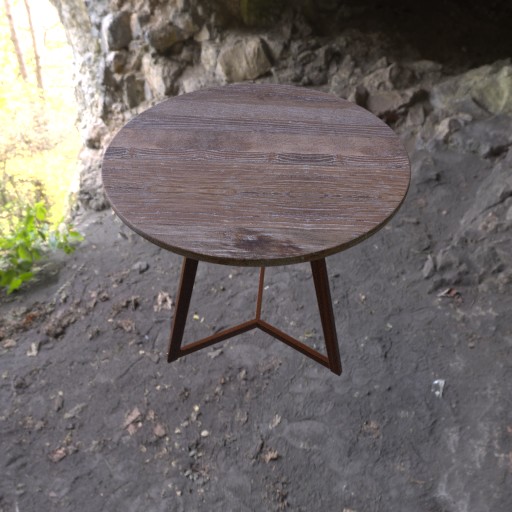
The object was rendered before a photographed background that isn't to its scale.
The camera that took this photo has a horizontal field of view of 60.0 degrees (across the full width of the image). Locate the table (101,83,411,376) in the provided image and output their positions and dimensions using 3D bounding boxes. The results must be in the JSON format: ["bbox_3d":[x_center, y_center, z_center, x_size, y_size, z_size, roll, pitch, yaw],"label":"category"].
[{"bbox_3d":[0.000,0.000,0.912,0.500,0.500,0.500,0,46,0],"label":"table"}]
